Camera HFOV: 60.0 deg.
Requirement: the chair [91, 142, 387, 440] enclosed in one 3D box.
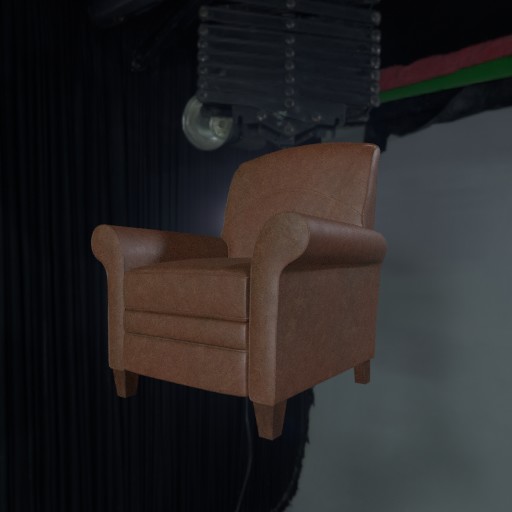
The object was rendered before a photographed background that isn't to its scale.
[{"bbox_3d":[0.000,0.000,1.812,0.978,1.061,0.902,0,0,36],"label":"chair"}]
